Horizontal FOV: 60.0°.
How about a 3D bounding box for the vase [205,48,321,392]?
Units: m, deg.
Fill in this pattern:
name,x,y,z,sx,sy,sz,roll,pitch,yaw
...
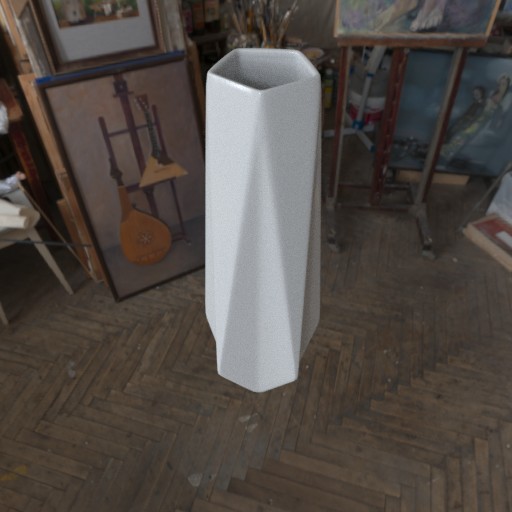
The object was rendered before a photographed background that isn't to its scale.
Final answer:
name,x,y,z,sx,sy,sz,roll,pitch,yaw
vase,0.000,0.000,0.387,0.116,0.329,0.122,16,47,16
